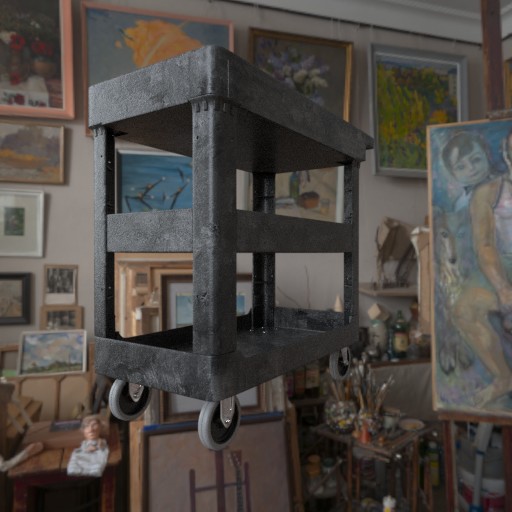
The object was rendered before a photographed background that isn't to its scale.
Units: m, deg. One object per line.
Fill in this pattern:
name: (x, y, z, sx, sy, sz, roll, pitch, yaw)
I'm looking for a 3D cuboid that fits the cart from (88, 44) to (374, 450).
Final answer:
cart: (0.000, 0.000, 1.324, 0.420, 0.824, 0.877, 0, 1, 35)
